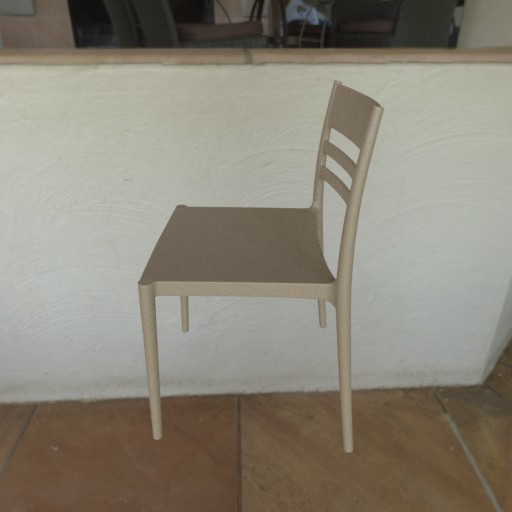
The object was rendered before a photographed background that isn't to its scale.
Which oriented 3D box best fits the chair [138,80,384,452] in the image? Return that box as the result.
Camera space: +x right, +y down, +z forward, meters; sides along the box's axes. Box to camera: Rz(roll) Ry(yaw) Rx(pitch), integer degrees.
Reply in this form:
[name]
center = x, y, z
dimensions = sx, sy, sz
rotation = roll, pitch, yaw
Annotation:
[chair]
center = 0.000, 0.000, 1.133
dimensions = 0.511, 0.800, 0.531
rotation = 0, 27, 1
